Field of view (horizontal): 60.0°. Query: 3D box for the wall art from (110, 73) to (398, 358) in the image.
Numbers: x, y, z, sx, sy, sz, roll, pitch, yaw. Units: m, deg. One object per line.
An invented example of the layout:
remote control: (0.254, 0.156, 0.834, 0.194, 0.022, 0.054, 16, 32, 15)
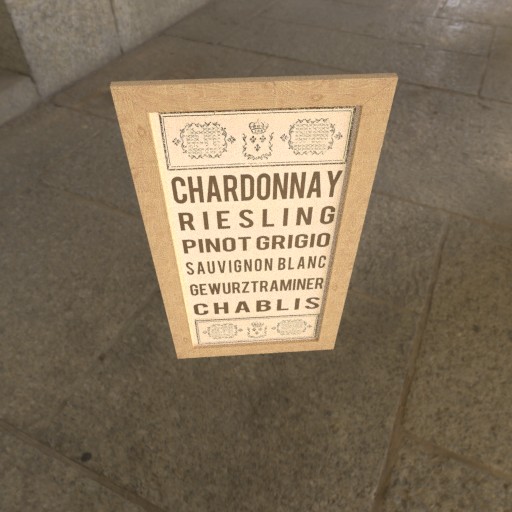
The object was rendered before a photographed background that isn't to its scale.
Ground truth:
wall art: (0.000, 0.000, 0.836, 0.381, 0.683, 0.013, -3, 47, -3)
